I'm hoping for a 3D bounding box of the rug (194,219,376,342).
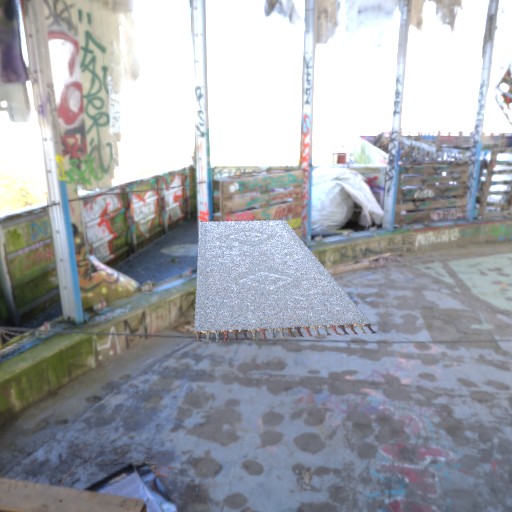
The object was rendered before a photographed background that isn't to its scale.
[{"bbox_3d":[0.000,0.000,2.831,1.324,0.018,2.378,3,17,9],"label":"rug"}]
